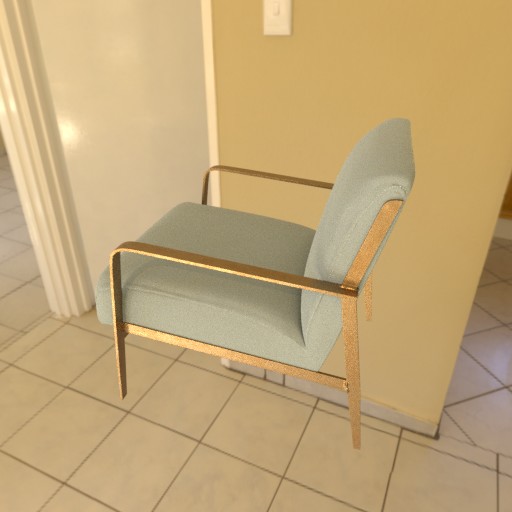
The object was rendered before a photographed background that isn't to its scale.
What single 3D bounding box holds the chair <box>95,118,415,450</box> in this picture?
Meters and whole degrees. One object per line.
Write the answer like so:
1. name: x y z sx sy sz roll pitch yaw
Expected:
1. chair: 0.000 0.000 1.441 0.842 0.824 0.701 8 30 14
